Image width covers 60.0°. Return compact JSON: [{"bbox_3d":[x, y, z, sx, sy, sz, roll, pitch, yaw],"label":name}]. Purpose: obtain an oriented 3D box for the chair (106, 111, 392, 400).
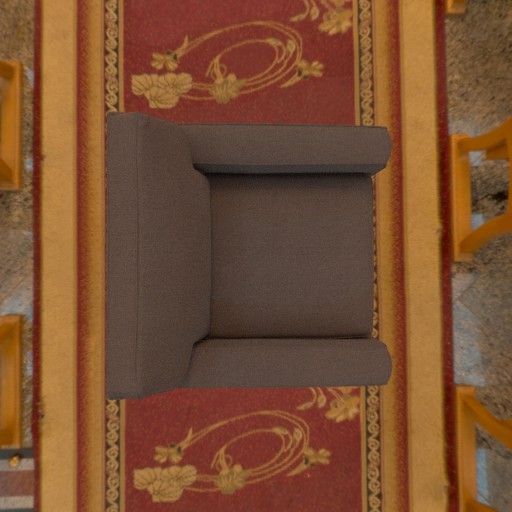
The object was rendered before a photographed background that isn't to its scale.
[{"bbox_3d":[0.000,0.000,1.809,1.043,0.913,0.997,0,90,-2],"label":"chair"}]
